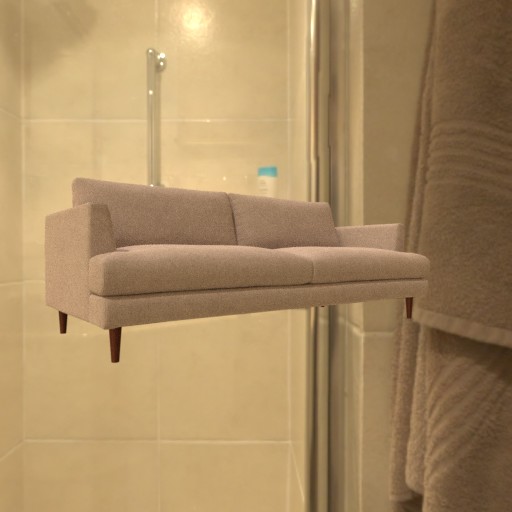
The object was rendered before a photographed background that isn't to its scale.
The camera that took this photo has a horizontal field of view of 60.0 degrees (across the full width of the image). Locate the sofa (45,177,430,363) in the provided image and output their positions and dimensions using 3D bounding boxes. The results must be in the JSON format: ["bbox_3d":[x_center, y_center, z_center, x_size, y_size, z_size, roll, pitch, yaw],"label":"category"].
[{"bbox_3d":[0.000,0.000,2.769,2.250,0.868,1.020,0,0,-37],"label":"sofa"}]
